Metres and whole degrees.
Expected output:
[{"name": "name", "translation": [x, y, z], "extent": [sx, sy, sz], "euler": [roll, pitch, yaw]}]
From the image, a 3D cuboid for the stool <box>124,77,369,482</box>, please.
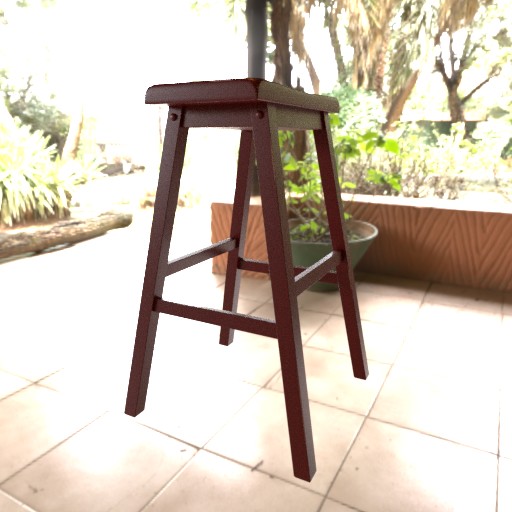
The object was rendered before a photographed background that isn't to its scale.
[{"name": "stool", "translation": [0.000, 0.000, 1.059], "extent": [0.476, 0.737, 0.457], "euler": [8, 16, 27]}]
